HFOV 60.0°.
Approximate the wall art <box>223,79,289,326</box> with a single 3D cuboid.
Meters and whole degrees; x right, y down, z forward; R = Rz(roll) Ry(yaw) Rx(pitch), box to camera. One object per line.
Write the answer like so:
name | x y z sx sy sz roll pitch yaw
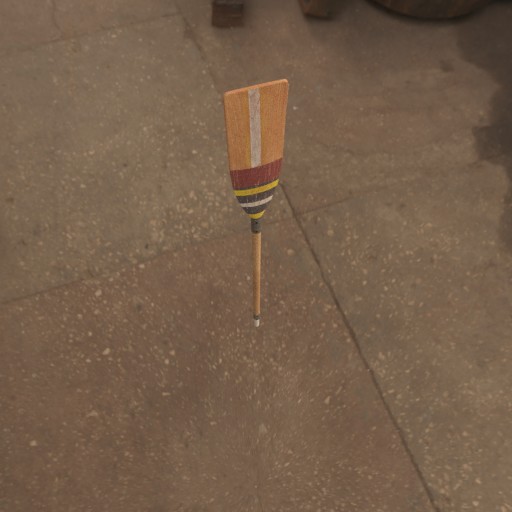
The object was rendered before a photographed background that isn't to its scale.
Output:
wall art | 0.000 0.000 1.631 0.146 1.556 0.038 -15 64 -8
